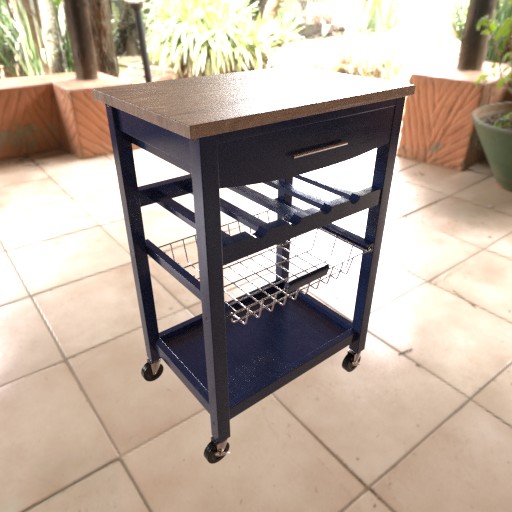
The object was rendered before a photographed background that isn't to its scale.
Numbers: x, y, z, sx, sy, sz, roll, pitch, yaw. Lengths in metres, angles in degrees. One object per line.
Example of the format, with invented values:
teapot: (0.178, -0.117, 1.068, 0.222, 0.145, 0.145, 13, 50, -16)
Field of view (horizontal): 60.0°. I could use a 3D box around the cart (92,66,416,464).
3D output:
cart: (0.000, 0.000, 1.162, 0.584, 0.839, 0.403, -22, 37, -32)
